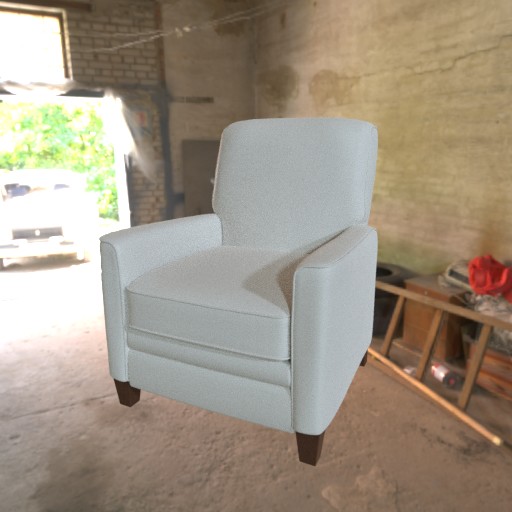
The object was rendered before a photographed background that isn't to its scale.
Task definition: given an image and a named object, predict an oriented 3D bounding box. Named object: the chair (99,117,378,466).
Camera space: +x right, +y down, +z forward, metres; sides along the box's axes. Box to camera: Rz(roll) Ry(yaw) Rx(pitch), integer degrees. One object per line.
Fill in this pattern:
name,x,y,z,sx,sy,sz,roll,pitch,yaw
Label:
chair,0.000,0.000,1.668,0.841,1.028,0.858,7,16,25
